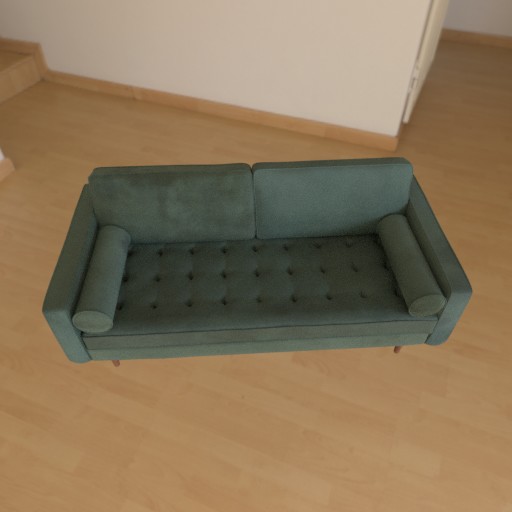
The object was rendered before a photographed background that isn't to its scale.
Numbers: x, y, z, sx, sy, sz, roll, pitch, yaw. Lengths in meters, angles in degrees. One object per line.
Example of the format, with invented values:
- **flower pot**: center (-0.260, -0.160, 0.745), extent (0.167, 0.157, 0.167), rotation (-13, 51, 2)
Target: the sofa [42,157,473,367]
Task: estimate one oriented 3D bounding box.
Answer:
- **sofa**: center (0.000, 0.000, 2.319), extent (1.880, 0.772, 0.916), rotation (-2, 46, -2)
